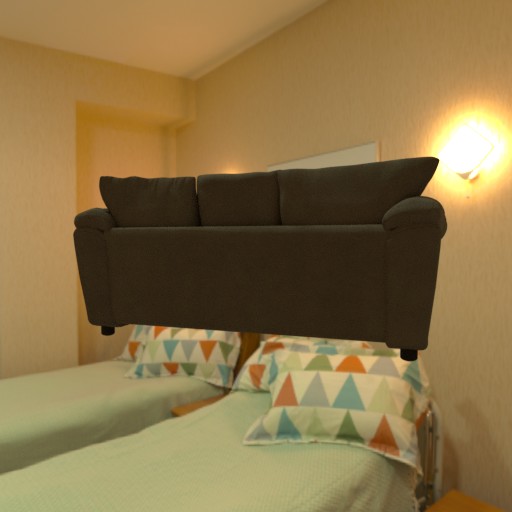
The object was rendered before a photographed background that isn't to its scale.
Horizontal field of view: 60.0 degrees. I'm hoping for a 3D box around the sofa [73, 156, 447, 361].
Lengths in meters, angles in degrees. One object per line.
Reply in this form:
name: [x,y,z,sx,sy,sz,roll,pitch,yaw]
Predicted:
sofa: [0.000,0.000,2.928,2.336,1.073,0.878,1,2,20]
